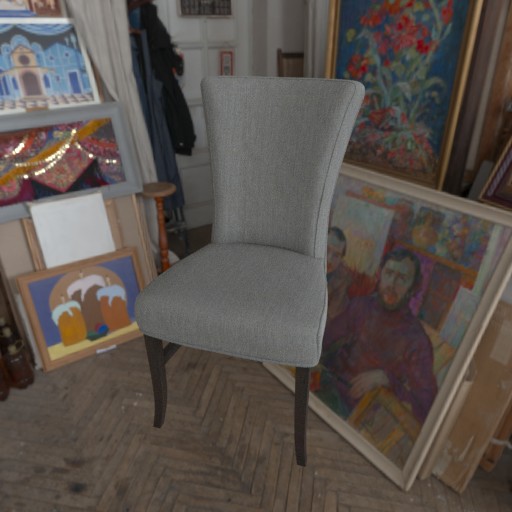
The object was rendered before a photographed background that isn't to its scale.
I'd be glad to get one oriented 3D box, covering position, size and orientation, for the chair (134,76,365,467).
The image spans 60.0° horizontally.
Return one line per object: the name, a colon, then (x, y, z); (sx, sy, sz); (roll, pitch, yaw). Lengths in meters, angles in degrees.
chair: (0.000, 0.000, 1.376); (0.520, 0.991, 0.660); (8, 28, 15)
